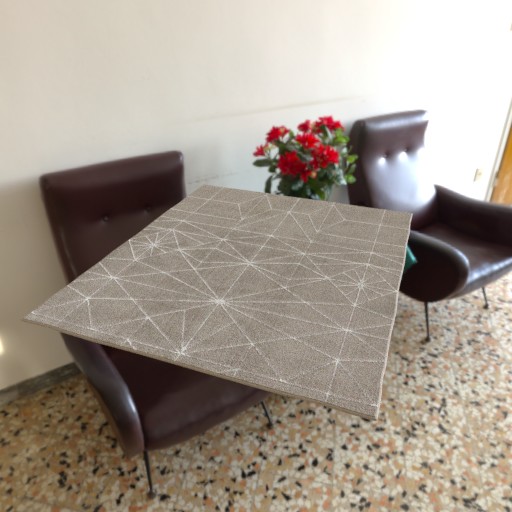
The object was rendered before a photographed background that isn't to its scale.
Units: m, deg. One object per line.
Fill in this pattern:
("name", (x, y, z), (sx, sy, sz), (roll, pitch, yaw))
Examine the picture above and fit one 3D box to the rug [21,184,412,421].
("rug", (0.000, 0.000, 0.867), (0.548, 0.006, 0.639), (11, 31, 18))
